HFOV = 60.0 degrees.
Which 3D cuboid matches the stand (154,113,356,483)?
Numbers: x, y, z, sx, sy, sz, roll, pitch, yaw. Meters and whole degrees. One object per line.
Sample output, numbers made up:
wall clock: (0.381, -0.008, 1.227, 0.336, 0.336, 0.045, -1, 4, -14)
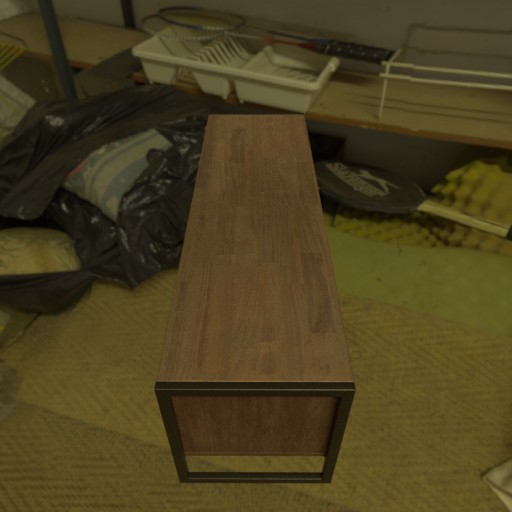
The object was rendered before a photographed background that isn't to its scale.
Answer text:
stand: (0.000, 0.000, 1.711, 0.454, 0.506, 1.480, 0, 41, 0)
